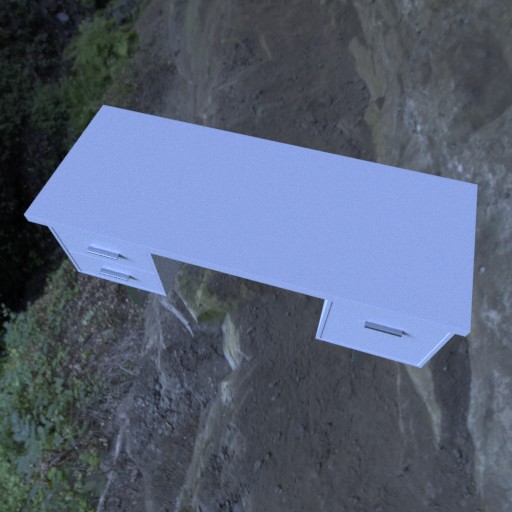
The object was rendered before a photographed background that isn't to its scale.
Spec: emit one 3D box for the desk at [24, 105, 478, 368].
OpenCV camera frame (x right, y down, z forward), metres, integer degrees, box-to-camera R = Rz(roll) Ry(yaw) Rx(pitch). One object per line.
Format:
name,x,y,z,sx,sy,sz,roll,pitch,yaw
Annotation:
desk,0.000,0.000,1.925,1.530,0.773,0.603,14,59,9
